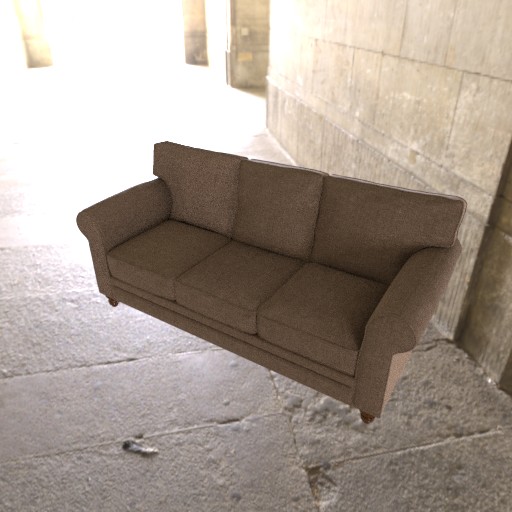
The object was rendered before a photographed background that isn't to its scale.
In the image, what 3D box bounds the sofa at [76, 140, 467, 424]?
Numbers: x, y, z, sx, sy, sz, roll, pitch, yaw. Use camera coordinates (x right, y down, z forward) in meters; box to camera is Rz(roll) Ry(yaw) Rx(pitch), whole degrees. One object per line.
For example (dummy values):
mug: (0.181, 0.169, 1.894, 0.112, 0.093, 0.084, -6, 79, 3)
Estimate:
sofa: (0.000, 0.000, 2.607, 2.084, 0.961, 0.916, 18, 34, 28)
